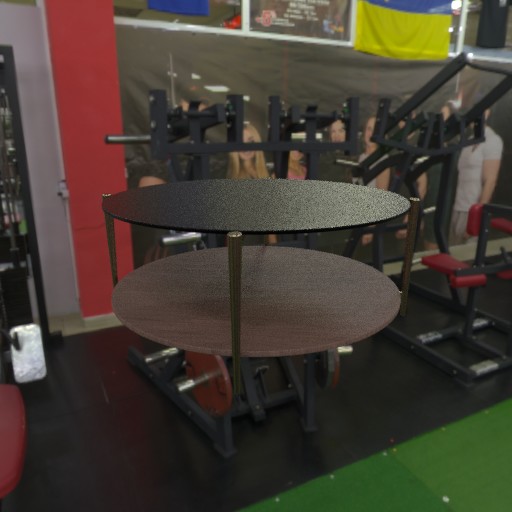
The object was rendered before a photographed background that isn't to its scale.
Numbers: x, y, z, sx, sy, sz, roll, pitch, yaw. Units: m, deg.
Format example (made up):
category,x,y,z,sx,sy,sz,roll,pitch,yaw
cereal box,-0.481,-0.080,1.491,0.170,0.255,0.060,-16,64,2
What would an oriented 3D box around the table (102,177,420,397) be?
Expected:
category,x,y,z,sx,sy,sz,roll,pitch,yaw
table,0.000,0.000,1.476,0.938,0.400,0.938,-8,18,-24
